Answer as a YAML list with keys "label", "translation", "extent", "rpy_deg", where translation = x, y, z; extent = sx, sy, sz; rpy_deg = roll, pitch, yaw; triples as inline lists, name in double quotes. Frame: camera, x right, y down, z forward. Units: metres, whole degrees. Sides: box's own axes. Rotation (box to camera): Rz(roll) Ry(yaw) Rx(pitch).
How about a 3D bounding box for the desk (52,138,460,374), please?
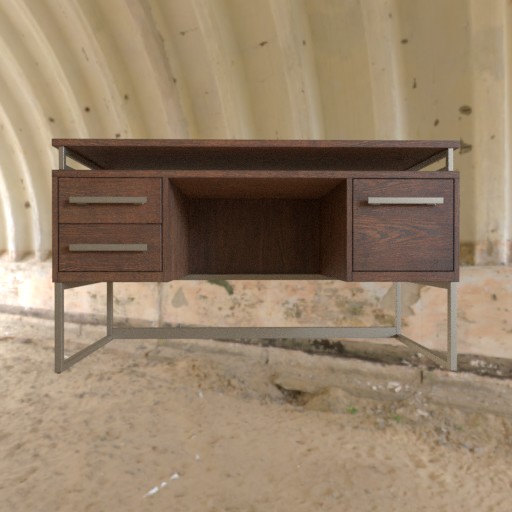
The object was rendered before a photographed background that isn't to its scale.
- label: "desk"
  translation: [0.000, 0.000, 1.782]
  extent: [1.384, 0.792, 0.610]
  rpy_deg: [0, 0, -1]
